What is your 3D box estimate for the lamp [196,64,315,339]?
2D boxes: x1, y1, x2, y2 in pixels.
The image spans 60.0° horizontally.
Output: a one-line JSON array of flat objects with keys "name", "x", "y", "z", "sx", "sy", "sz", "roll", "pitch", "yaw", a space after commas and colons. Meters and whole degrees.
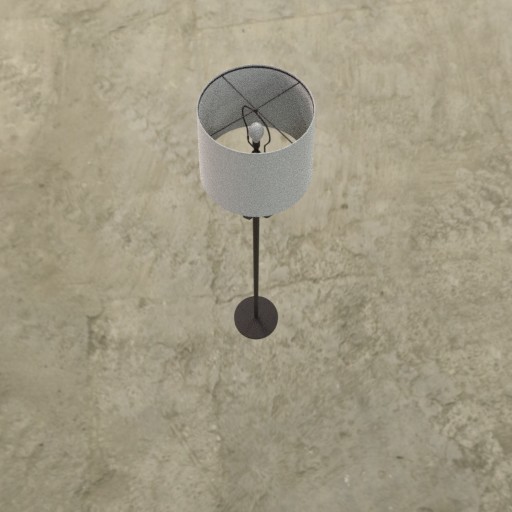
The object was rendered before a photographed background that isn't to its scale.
[{"name": "lamp", "x": 0.000, "y": 0.000, "z": 1.597, "sx": 0.286, "sy": 1.462, "sz": 0.286, "roll": 19, "pitch": 66, "yaw": 9}]
